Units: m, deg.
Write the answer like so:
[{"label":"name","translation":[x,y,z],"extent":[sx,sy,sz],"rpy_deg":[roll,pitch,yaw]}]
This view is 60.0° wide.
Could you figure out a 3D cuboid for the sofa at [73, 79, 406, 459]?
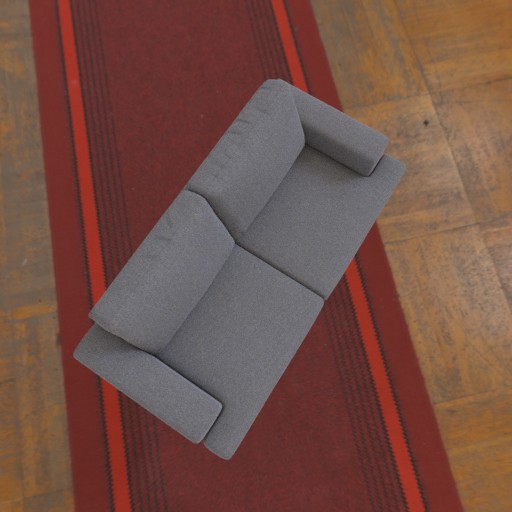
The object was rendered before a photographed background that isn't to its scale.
[{"label":"sofa","translation":[0.000,0.000,2.097],"extent":[0.785,0.810,1.650],"rpy_deg":[32,76,9]}]
